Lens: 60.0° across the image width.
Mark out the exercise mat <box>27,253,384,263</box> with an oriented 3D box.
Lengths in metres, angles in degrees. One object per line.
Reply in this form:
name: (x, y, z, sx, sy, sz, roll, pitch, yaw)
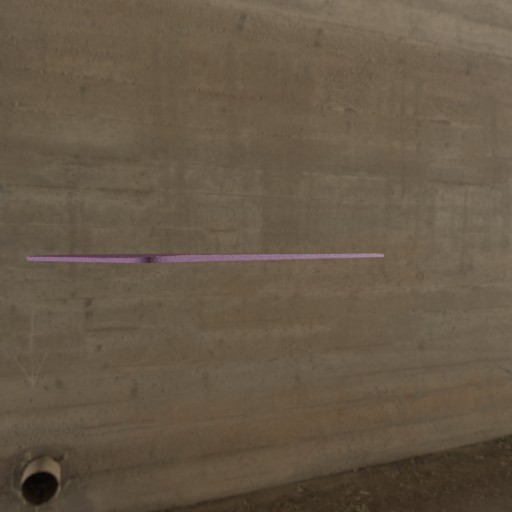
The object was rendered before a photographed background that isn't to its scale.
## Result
exercise mat: (0.000, 0.000, 2.053, 0.616, 0.021, 1.869, 0, 1, 34)
